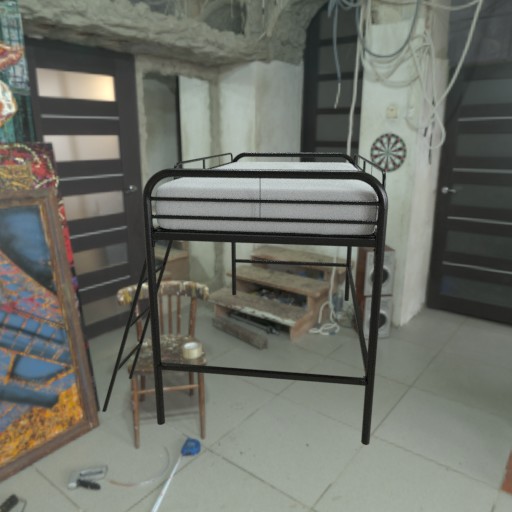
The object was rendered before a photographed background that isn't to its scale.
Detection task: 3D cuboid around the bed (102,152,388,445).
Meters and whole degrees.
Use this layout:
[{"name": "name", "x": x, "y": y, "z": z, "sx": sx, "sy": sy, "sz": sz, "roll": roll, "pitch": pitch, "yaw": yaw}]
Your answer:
[{"name": "bed", "x": 0.000, "y": 0.000, "z": 2.979, "sx": 1.393, "sy": 1.289, "sz": 1.968, "roll": 2, "pitch": 15, "yaw": 8}]
